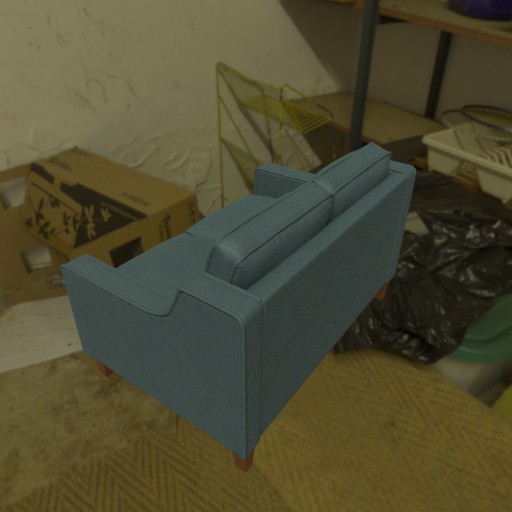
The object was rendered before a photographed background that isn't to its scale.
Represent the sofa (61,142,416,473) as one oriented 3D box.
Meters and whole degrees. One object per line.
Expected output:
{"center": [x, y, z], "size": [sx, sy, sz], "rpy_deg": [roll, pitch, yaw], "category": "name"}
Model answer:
{"center": [0.000, 0.000, 2.206], "size": [0.987, 0.971, 1.501], "rpy_deg": [21, 38, 30], "category": "sofa"}
